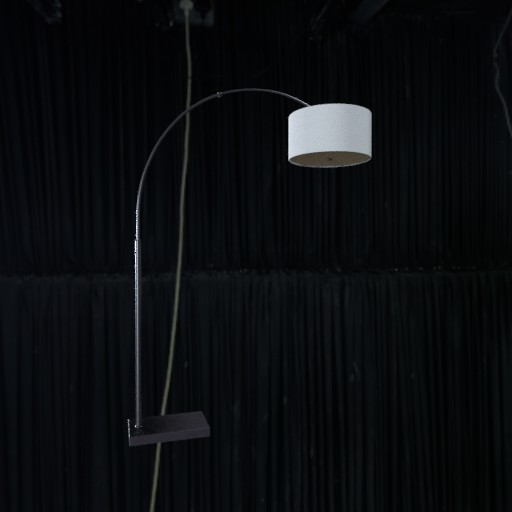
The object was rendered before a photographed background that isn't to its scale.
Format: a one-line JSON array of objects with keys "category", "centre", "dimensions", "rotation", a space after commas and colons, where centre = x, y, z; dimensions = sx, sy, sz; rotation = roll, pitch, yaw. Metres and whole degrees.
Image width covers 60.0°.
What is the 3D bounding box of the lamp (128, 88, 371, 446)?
[{"category": "lamp", "centre": [0.000, 0.000, 2.567], "dimensions": [1.424, 1.927, 0.493], "rotation": [0, 1, -17]}]
